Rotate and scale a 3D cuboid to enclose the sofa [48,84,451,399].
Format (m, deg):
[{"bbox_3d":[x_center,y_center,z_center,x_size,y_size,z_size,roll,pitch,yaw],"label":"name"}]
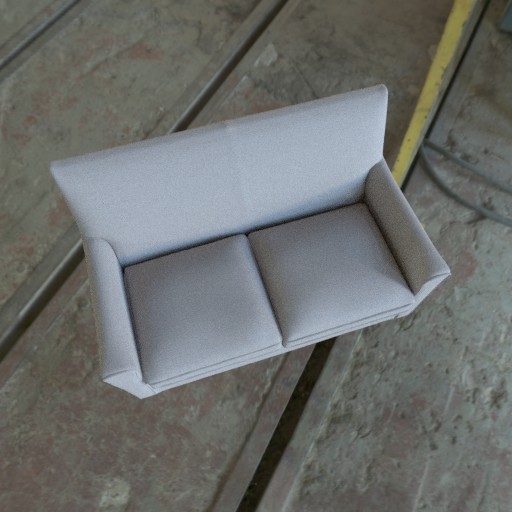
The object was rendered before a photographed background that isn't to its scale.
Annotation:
[{"bbox_3d":[0.000,0.000,2.072,1.482,0.890,0.888,-16,64,-8],"label":"sofa"}]
